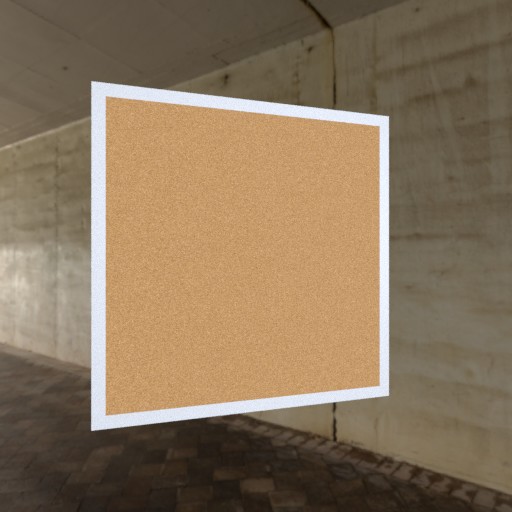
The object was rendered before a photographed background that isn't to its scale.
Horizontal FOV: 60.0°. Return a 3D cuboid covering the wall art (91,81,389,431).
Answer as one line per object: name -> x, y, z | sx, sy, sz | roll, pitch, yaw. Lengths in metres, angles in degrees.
wall art -> 0.000, 0.000, 1.166 | 0.812, 0.813, 0.013 | 0, 0, -19
